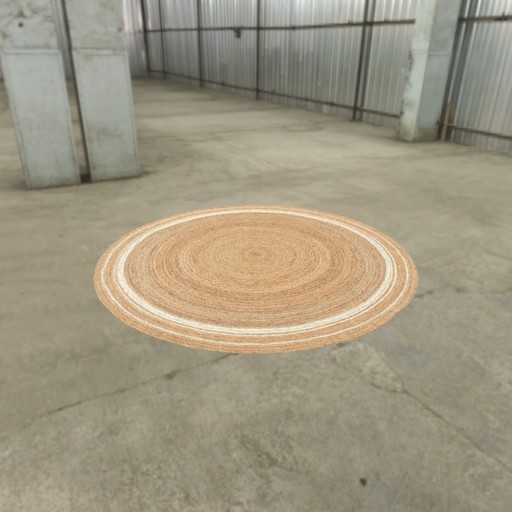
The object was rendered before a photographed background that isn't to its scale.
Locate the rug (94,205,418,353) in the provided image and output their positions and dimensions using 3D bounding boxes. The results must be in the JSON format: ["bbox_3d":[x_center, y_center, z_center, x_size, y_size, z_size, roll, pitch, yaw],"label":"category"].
[{"bbox_3d":[0.000,0.000,3.518,2.444,0.015,2.444,0,26,0],"label":"rug"}]
